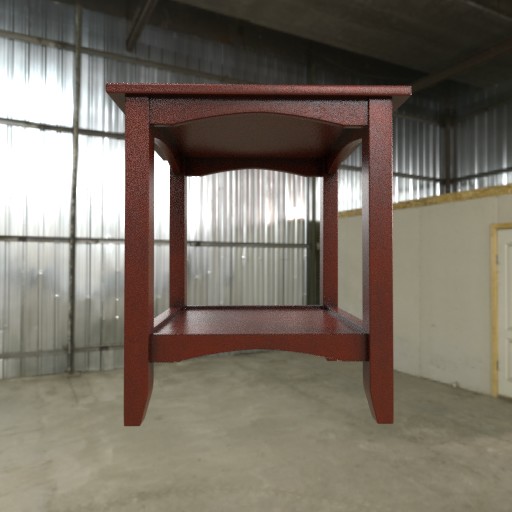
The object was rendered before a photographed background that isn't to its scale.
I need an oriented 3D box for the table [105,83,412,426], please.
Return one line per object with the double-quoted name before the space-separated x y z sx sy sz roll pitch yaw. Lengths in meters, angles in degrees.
"table" 0.000 0.000 0.973 0.522 0.558 0.523 0 0 1
